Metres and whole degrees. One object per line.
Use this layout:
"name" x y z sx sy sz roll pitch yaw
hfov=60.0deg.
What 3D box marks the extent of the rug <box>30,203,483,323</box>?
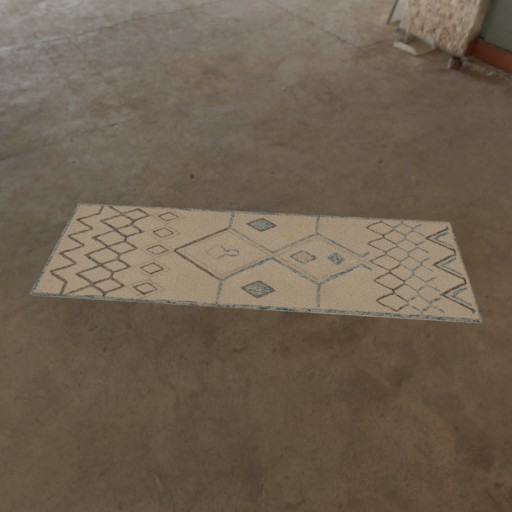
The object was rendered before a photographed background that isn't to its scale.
"rug" 0.000 0.000 2.634 2.434 0.013 0.770 3 47 3
